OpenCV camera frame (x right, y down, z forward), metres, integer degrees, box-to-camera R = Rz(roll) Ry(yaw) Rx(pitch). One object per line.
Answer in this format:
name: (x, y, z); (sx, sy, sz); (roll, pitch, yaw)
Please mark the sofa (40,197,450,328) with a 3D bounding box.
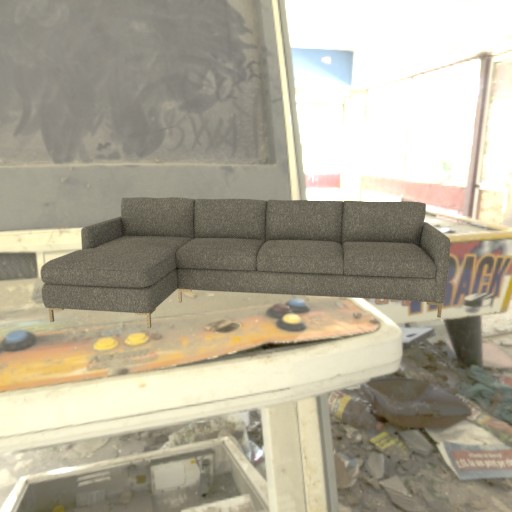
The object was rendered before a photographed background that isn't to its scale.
sofa: (0.000, 0.000, 3.552); (2.932, 0.810, 1.350); (2, 13, 9)
